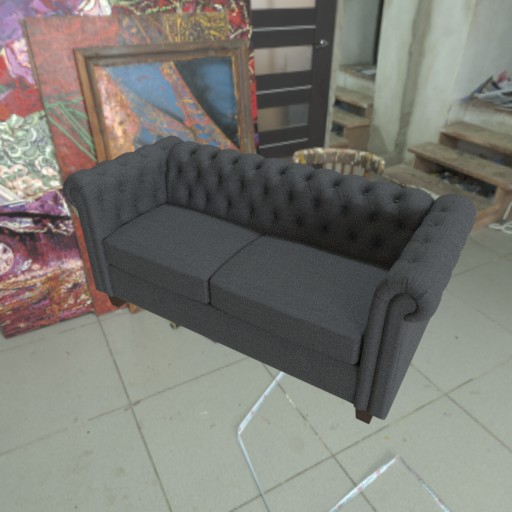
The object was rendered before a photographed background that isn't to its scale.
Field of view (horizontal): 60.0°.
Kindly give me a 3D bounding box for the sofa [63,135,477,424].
[{"bbox_3d":[0.000,0.000,2.222,1.798,0.797,0.783,18,36,27],"label":"sofa"}]
